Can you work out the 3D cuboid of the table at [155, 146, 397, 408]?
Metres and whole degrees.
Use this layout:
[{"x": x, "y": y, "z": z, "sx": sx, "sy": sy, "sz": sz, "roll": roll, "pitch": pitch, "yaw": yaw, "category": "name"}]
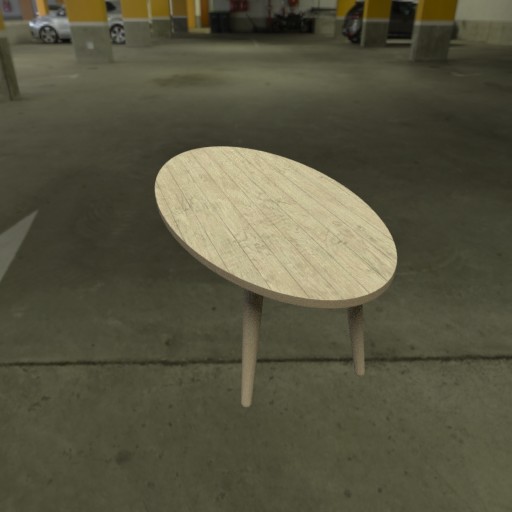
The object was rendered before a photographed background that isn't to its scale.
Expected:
[{"x": 0.000, "y": 0.000, "z": 1.341, "sx": 0.542, "sy": 0.390, "sz": 1.083, "roll": -10, "pitch": 30, "yaw": -17, "category": "table"}]
